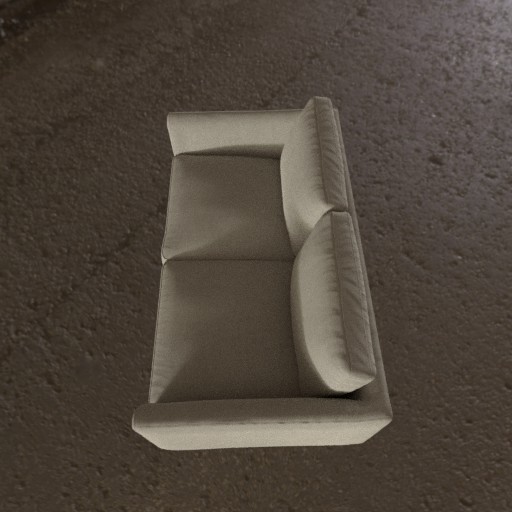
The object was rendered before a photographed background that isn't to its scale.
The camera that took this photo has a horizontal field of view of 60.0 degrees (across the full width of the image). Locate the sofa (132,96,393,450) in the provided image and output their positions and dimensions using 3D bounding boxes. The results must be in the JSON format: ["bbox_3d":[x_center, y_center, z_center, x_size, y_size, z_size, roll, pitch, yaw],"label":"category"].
[{"bbox_3d":[0.000,0.000,2.491,1.091,0.839,1.905,-1,58,-1],"label":"sofa"}]
